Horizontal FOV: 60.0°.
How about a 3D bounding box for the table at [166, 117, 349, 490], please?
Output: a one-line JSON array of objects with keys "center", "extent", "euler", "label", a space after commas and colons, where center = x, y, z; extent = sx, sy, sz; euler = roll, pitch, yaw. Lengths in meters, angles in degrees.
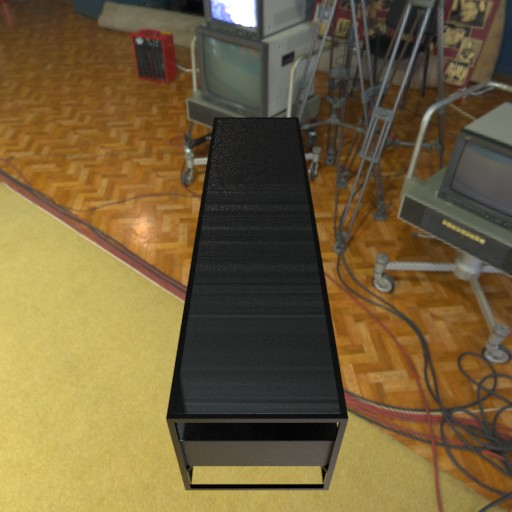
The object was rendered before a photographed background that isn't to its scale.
[{"center": [0.000, 0.000, 1.638], "extent": [0.399, 0.395, 1.486], "euler": [0, 42, 0], "label": "table"}]
